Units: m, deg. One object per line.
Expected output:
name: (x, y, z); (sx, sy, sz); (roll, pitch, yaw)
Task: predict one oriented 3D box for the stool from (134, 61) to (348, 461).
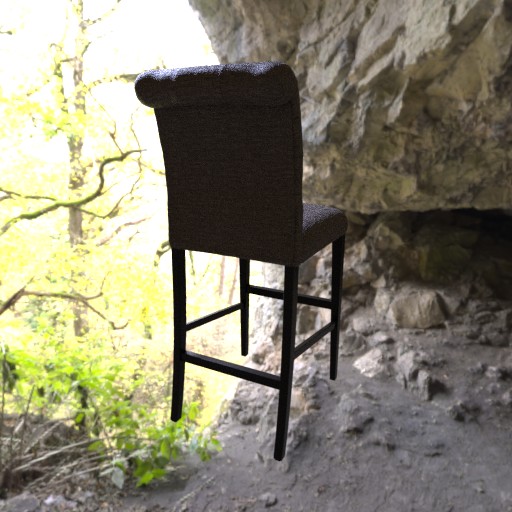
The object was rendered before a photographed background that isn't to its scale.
stool: (0.000, 0.000, 1.485); (0.452, 1.131, 0.613); (9, 19, 27)
